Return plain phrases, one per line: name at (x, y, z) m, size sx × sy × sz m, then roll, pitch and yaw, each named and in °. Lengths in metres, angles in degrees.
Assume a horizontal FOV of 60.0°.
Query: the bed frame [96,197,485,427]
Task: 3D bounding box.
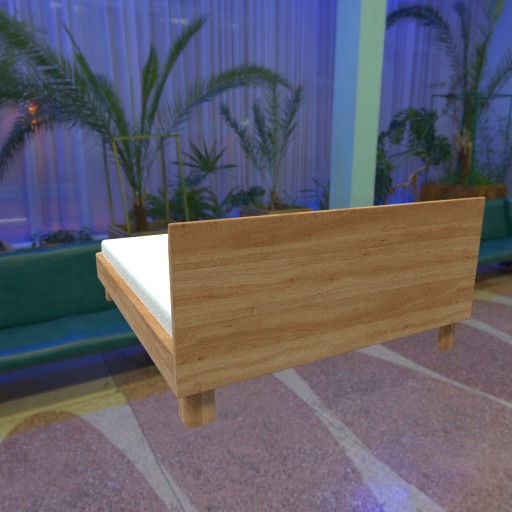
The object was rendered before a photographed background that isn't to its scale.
bed frame at (0.000, 0.000, 3.125) m, size 1.872 × 0.940 × 2.092 m, roll -7°, pitch 16°, yaw -27°
